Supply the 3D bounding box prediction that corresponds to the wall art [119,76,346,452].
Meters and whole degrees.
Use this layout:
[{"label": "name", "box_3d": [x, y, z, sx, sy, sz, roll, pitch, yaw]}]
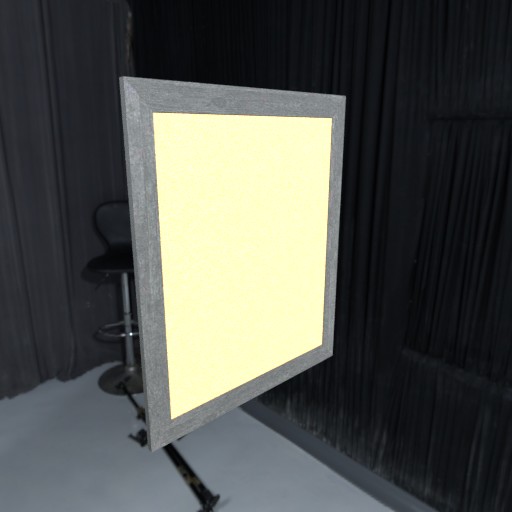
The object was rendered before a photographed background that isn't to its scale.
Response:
[{"label": "wall art", "box_3d": [0.000, 0.000, 0.804, 0.476, 0.570, 0.013, -14, 21, -41]}]
